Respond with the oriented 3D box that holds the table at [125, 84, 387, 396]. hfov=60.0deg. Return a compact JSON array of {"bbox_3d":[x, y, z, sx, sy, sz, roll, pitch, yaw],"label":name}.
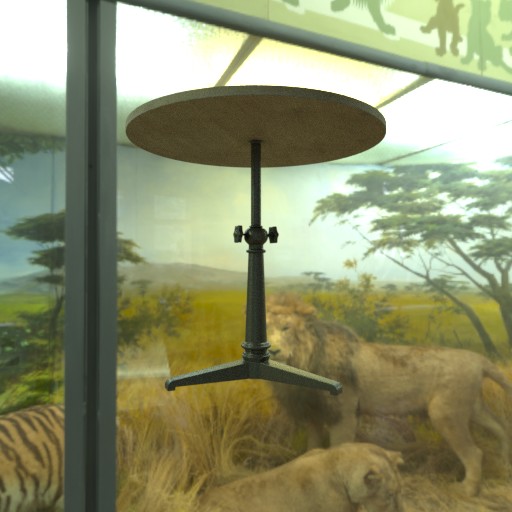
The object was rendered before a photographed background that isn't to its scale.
[{"bbox_3d":[0.000,0.000,1.413,0.800,0.780,0.800,0,-1,0],"label":"table"}]
